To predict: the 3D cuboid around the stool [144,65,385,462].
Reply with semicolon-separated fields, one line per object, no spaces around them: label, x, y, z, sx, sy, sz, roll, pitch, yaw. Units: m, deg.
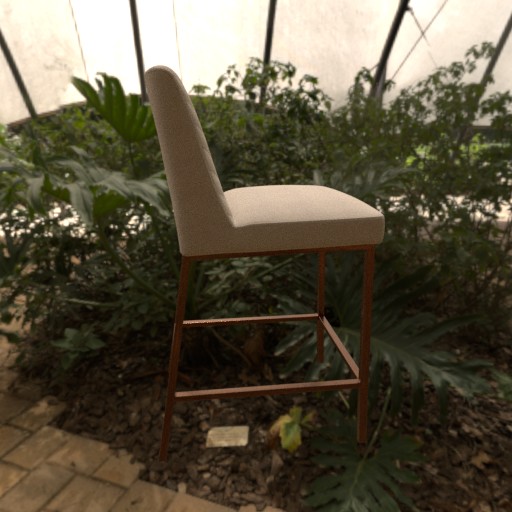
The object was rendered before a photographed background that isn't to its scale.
stool;0.000;0.000;1.274;0.576;0.973;0.507;-2;17;-7
